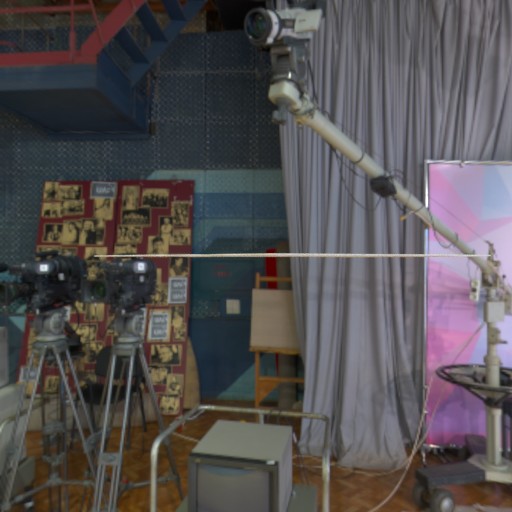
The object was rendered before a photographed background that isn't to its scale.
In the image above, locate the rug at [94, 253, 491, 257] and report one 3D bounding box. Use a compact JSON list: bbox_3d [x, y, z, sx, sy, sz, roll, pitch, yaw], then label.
[{"bbox_3d":[0.000,0.000,3.060,1.527,0.016,2.442,0,0,-35],"label":"rug"}]
